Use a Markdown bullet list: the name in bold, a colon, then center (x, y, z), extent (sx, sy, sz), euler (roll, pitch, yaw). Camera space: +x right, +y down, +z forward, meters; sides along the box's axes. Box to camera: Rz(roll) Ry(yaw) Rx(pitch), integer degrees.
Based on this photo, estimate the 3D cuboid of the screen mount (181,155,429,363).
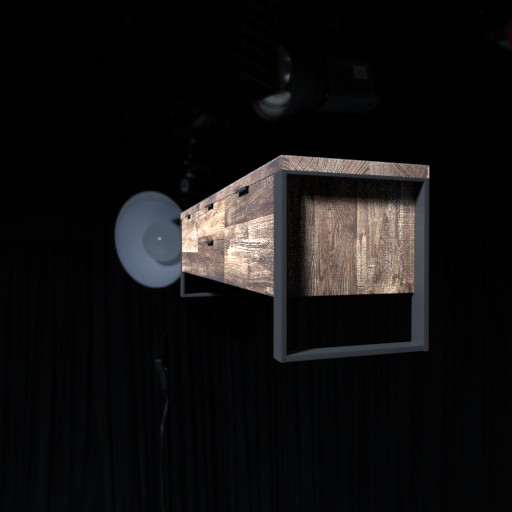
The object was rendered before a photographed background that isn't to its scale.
- **screen mount**: center (0.000, 0.000, 1.743), extent (0.395, 0.450, 1.524), euler (0, 1, -18)
